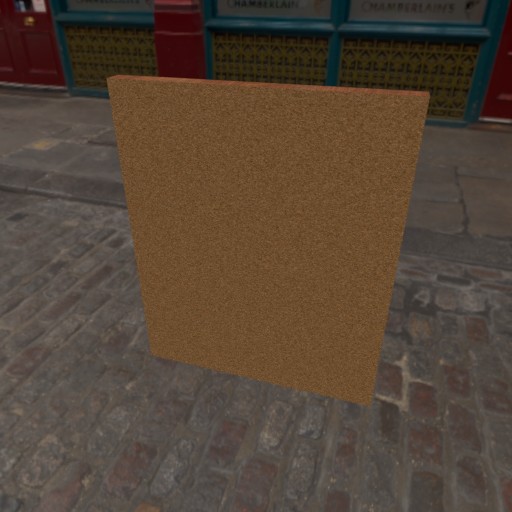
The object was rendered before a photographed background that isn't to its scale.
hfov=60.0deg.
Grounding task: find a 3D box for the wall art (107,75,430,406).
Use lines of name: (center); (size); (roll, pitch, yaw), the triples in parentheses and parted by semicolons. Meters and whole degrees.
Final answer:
wall art: (0.000, 0.000, 0.774); (0.467, 0.567, 0.033); (9, 32, 15)
